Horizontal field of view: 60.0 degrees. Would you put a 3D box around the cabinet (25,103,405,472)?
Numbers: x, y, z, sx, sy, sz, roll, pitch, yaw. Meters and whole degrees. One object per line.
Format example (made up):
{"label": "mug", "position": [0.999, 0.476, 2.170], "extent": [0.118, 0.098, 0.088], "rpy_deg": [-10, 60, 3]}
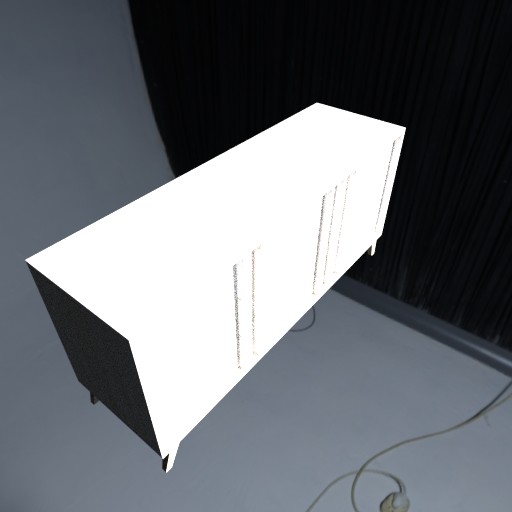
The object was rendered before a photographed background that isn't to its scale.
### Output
{"label": "cabinet", "position": [0.000, 0.000, 1.990], "extent": [0.500, 0.780, 1.649], "rpy_deg": [27, 47, 29]}
